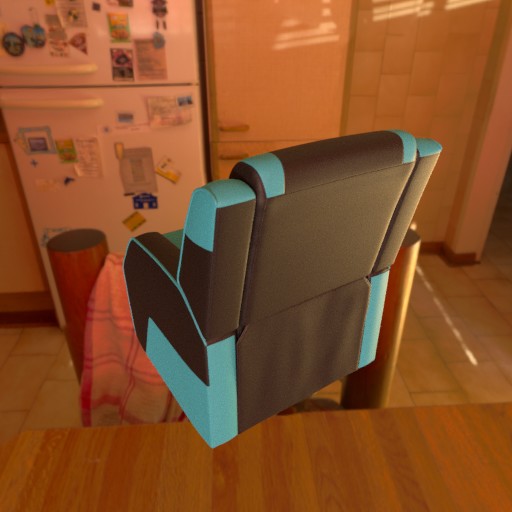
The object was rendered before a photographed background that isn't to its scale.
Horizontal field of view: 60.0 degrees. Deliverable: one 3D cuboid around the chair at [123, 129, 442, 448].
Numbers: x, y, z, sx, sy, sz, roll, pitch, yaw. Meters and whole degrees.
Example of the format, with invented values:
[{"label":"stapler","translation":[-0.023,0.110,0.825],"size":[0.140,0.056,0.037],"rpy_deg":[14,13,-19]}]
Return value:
[{"label":"chair","translation":[0.000,0.000,1.299],"size":[0.620,0.805,0.672],"rpy_deg":[-18,34,-29]}]
